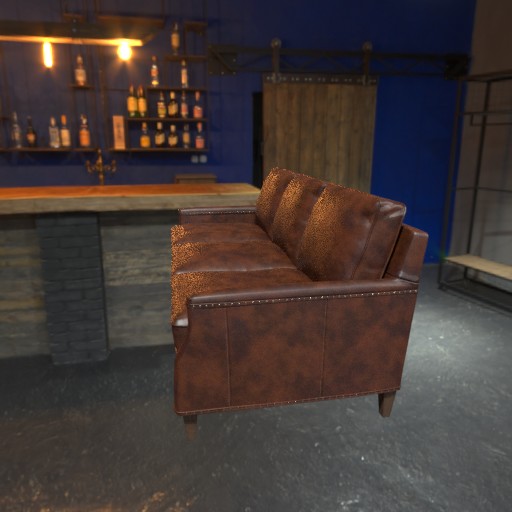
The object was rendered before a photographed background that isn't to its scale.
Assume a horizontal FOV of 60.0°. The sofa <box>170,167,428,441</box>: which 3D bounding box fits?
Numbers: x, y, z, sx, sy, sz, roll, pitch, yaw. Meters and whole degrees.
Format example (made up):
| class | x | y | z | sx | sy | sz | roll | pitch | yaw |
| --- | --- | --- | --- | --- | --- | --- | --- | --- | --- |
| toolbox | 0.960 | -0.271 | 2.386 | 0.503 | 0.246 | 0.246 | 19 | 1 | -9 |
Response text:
| class | x | y | z | sx | sy | sz | roll | pitch | yaw |
| --- | --- | --- | --- | --- | --- | --- | --- | --- | --- |
| sofa | 0.000 | 0.000 | 2.845 | 1.084 | 1.003 | 2.240 | -3 | 15 | -10 |
